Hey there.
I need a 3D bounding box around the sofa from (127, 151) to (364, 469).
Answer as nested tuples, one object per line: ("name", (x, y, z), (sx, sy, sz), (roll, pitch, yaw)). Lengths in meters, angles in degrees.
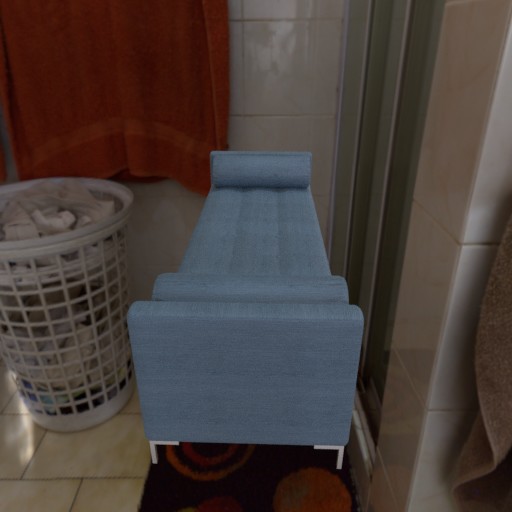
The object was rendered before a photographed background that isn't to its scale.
("sofa", (0.000, 0.000, 2.266), (0.686, 0.635, 1.981), (1, 27, 2))
